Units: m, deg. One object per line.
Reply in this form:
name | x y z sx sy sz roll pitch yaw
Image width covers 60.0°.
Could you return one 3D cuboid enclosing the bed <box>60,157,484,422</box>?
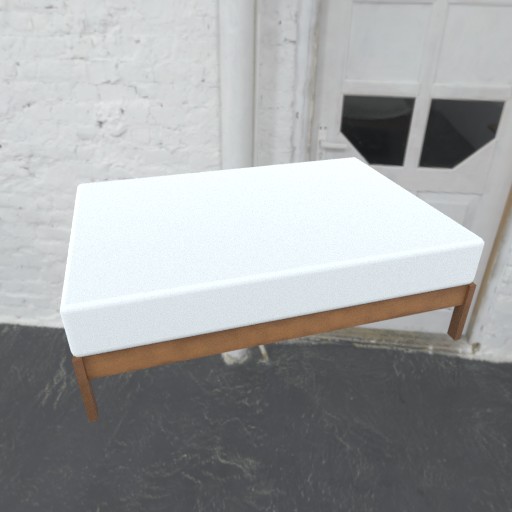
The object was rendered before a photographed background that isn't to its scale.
bed | 0.000 0.000 2.587 1.927 0.616 1.348 -8 31 -14
